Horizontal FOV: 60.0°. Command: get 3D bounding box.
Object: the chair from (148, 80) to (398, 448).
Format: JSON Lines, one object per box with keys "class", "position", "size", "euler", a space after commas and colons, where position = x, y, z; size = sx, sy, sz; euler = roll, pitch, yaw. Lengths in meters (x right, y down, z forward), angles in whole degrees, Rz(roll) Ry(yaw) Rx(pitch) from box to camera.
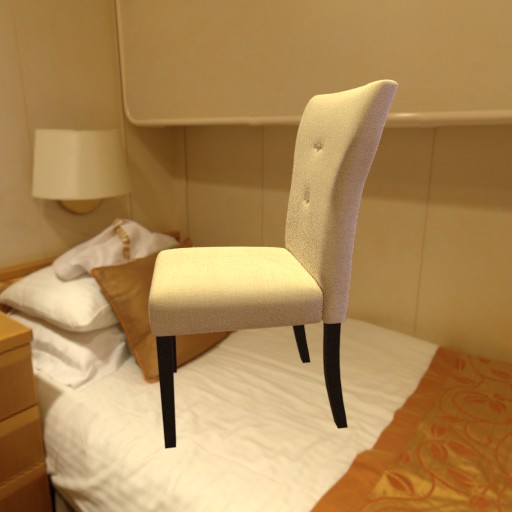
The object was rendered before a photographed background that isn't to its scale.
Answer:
{"class": "chair", "position": [0.000, 0.000, 1.282], "size": [0.597, 0.921, 0.509], "euler": [-3, 16, -9]}
